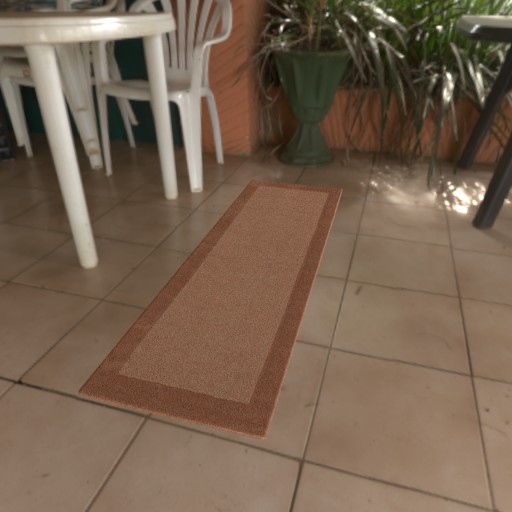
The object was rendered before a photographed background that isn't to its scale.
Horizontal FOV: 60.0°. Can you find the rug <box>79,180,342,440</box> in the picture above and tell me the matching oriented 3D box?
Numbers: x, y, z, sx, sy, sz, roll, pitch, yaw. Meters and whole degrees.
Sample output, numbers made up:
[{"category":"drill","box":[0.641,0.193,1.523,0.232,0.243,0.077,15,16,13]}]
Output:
[{"category":"rug","box":[0.000,0.000,2.654,0.764,0.017,2.439,8,31,14]}]
